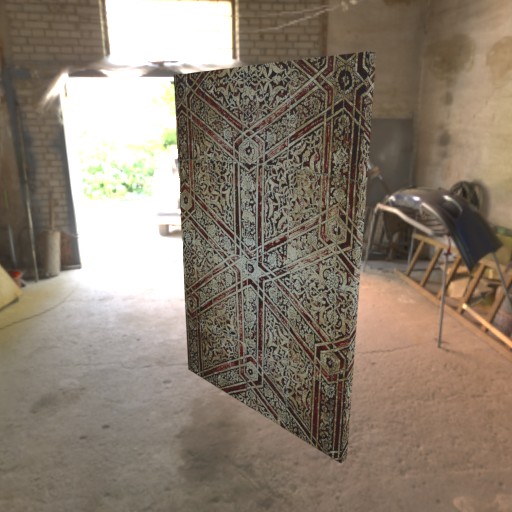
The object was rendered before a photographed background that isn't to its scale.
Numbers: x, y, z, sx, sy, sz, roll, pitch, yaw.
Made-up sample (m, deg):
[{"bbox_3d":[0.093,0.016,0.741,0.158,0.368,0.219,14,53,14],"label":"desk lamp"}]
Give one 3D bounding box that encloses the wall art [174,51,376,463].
[{"bbox_3d":[0.000,0.000,1.140,0.599,0.904,0.030,16,23,42],"label":"wall art"}]
